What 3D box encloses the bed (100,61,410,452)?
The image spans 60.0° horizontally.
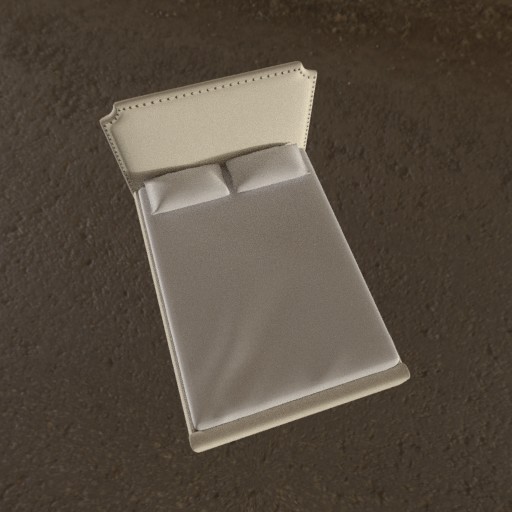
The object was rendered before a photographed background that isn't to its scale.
[{"bbox_3d":[0.000,0.000,3.443,1.712,1.443,2.372,-16,65,-8],"label":"bed"}]
